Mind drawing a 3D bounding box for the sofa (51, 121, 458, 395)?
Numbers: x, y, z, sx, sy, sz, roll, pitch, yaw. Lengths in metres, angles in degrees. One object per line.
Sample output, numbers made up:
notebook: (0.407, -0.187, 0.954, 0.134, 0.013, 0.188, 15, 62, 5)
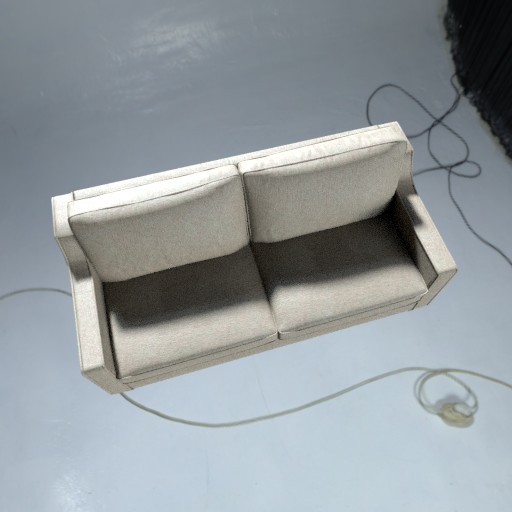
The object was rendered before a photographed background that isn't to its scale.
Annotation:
sofa: (0.000, 0.000, 2.802, 2.181, 1.074, 1.073, -14, 64, -7)
